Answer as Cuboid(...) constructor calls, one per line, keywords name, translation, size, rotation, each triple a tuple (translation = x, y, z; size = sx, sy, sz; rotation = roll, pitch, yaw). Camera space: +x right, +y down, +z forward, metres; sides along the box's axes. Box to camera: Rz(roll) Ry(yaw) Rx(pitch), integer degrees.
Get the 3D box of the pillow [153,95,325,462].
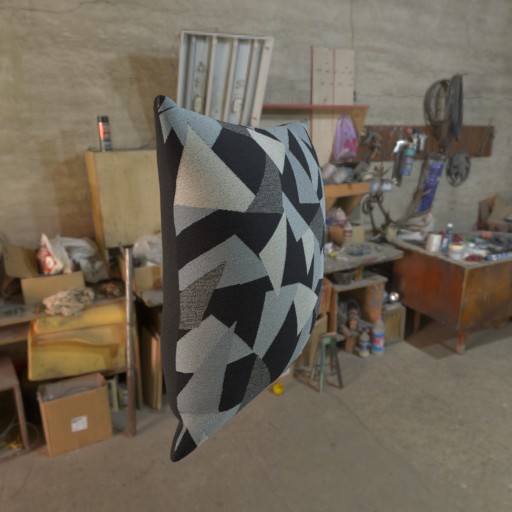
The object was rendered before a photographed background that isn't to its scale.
Cuboid(name="pillow", translation=(0.000, 0.000, 0.780), size=(0.208, 0.496, 0.503), rotation=(7, 16, 26))
